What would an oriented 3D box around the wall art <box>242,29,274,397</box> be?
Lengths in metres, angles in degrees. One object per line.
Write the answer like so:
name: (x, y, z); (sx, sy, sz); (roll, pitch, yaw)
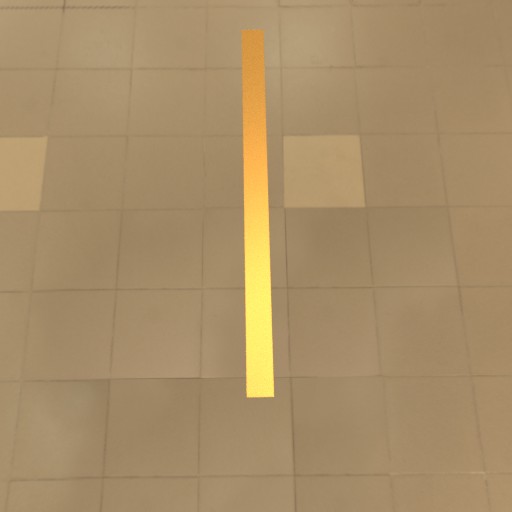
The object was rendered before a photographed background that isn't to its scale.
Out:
wall art: (0.000, 0.000, 1.059); (0.038, 0.762, 0.610); (-1, 75, 0)
